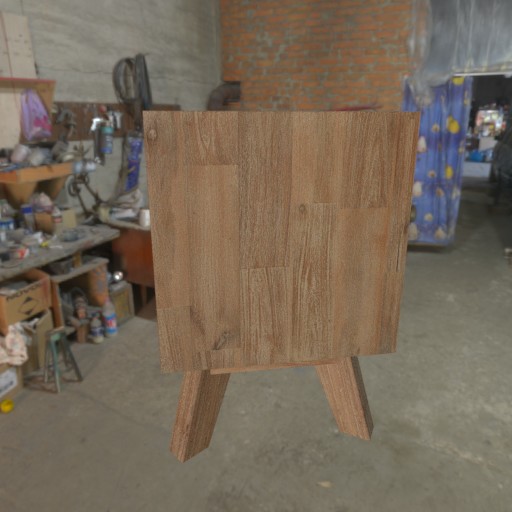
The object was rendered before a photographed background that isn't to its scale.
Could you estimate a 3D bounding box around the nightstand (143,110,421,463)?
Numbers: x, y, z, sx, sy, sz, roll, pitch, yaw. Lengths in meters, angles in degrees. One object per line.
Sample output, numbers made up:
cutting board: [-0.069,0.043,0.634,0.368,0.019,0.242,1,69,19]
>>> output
nightstand: [0.000,0.000,0.961,0.396,0.589,0.552,-3,17,-9]
